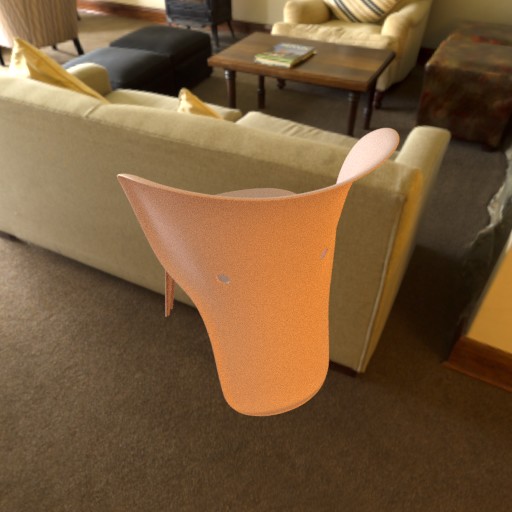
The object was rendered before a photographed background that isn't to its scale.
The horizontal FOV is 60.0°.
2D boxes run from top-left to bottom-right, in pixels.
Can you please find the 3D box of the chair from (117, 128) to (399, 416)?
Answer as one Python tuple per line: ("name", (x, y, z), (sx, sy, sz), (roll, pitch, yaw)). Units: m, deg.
("chair", (0.000, 0.000, 0.884), (0.451, 0.554, 0.402), (-13, 43, -15))
